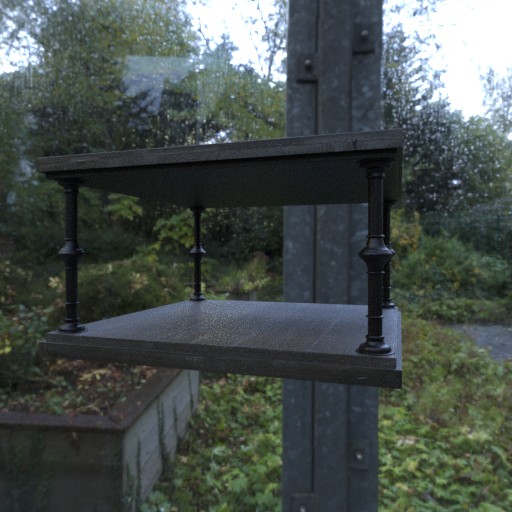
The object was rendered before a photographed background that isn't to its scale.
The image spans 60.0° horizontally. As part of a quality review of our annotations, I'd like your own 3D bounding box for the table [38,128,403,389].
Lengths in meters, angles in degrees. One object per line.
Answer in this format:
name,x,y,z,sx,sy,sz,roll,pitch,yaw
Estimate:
table,0.000,0.000,1.116,0.696,0.400,0.696,0,1,18
